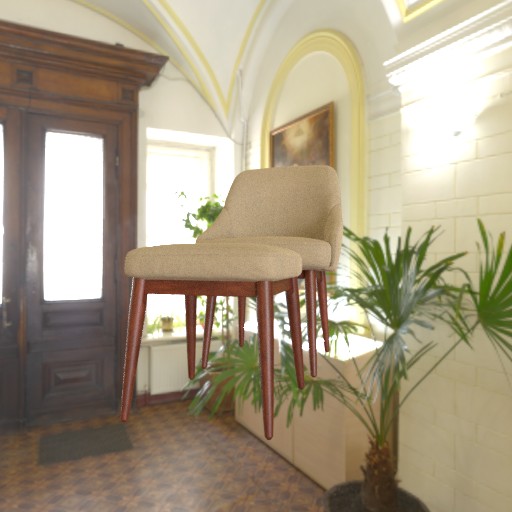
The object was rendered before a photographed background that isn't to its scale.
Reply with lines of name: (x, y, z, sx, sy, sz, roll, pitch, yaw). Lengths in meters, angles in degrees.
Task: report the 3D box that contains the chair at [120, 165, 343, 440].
chair: (0.000, 0.000, 1.628, 0.584, 0.866, 1.114, 0, 0, 17)
